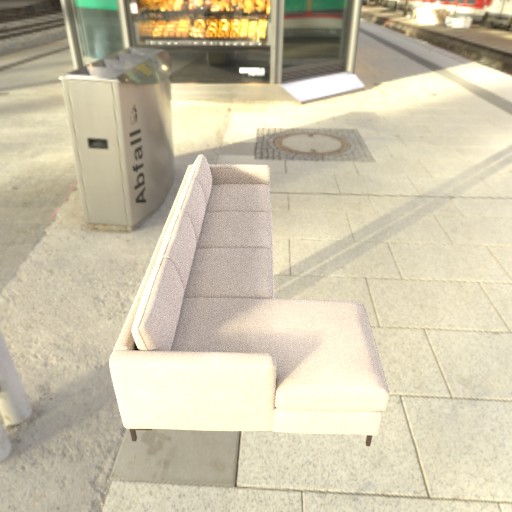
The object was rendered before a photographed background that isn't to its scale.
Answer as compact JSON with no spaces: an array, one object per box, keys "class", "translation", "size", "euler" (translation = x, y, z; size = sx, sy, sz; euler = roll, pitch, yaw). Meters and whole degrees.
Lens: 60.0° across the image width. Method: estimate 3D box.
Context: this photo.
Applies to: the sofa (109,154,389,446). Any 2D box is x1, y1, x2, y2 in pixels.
[{"class":"sofa","translation":[0.000,0.000,3.575],"size":[1.469,0.816,2.923],"euler":[0,32,1]}]
